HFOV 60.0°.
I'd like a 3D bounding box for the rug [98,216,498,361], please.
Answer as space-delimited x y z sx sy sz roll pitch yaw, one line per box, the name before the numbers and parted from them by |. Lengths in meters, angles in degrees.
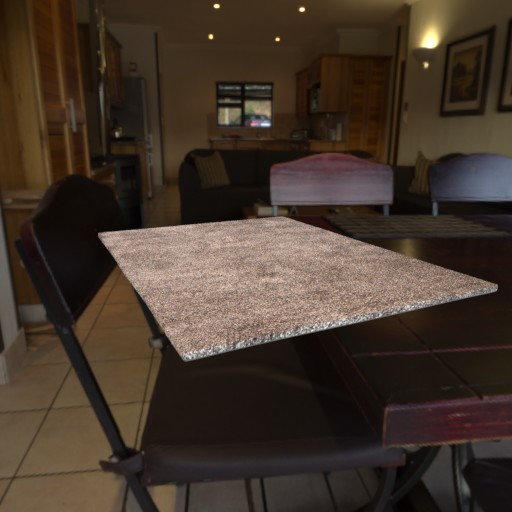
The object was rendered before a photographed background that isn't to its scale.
rug | 0.000 0.000 2.064 1.198 0.025 1.601 -7 17 -25
